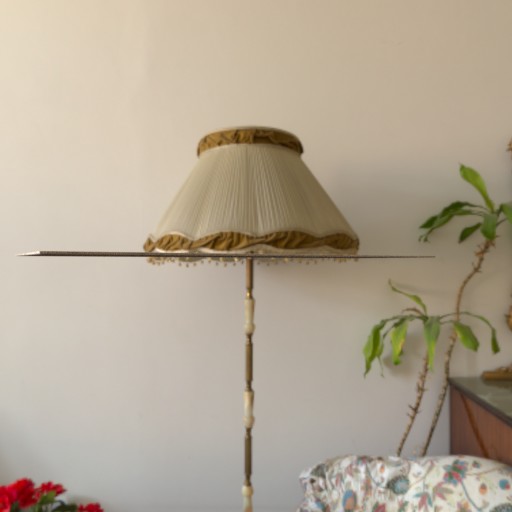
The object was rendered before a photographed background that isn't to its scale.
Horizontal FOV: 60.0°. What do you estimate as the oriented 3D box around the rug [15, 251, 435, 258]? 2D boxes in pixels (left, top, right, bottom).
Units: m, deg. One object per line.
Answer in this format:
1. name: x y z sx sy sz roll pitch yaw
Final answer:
1. rug: 0.000 0.000 2.617 2.435 0.011 0.750 1 -1 -34
